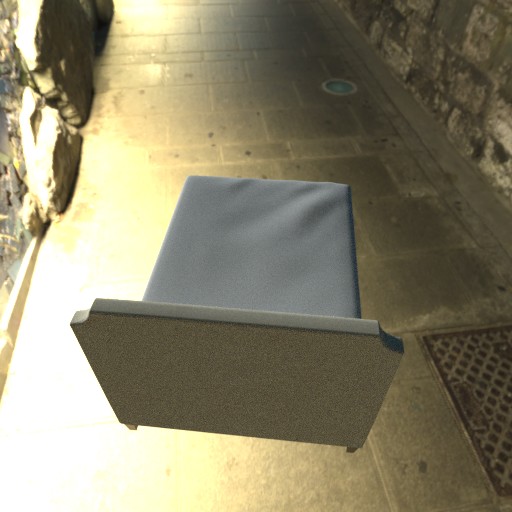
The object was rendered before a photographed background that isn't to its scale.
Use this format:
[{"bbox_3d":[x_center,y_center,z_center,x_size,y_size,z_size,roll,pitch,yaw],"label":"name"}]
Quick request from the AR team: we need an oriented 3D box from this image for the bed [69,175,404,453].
[{"bbox_3d":[0.000,0.000,3.490,1.713,1.457,2.381,4,45,4],"label":"bed"}]
